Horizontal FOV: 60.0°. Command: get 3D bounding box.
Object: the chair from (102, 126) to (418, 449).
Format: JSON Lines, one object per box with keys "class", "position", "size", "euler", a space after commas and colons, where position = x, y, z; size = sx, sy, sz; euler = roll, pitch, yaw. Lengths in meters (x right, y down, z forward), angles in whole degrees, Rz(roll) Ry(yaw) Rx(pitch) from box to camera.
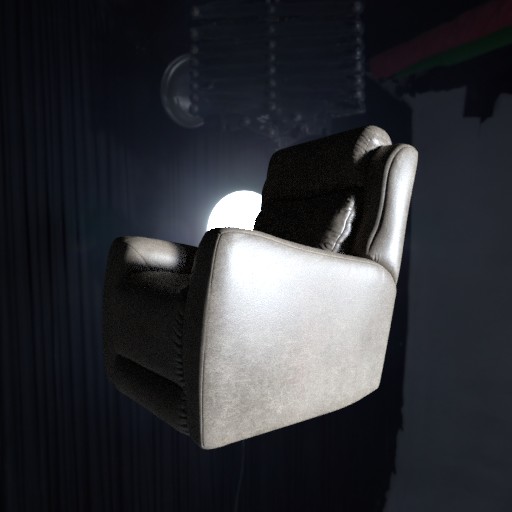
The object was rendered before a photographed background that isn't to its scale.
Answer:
{"class": "chair", "position": [0.000, 0.000, 1.895], "size": [1.068, 1.116, 0.967], "euler": [-1, 1, -36]}
